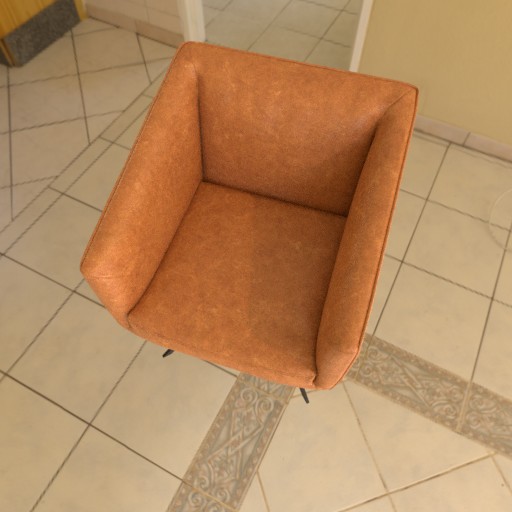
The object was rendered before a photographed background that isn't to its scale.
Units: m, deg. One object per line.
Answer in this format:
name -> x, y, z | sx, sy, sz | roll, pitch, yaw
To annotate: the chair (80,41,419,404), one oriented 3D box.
chair -> 0.000, 0.000, 1.193 | 0.588, 0.760, 0.625 | 15, 60, 9
